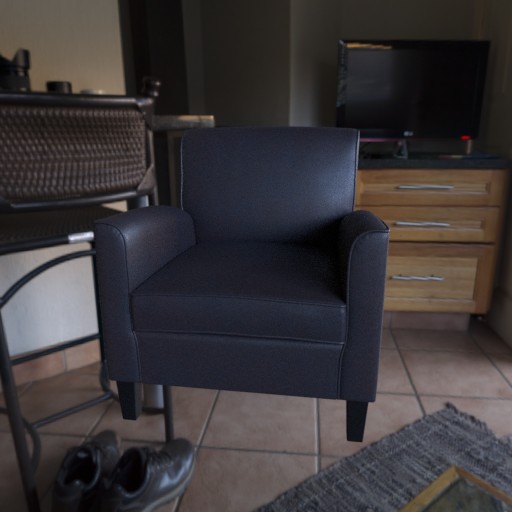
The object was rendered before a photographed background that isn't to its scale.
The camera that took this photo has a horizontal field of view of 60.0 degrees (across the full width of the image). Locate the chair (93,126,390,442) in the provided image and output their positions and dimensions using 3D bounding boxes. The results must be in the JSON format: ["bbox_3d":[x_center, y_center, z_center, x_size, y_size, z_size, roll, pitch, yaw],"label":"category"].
[{"bbox_3d":[0.000,0.000,1.600,0.820,0.916,0.819,2,15,8],"label":"chair"}]
